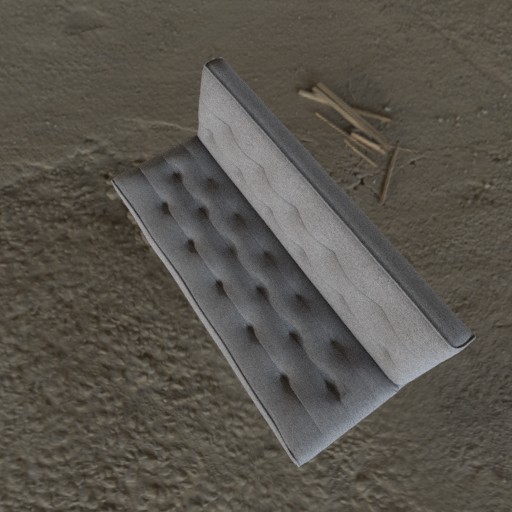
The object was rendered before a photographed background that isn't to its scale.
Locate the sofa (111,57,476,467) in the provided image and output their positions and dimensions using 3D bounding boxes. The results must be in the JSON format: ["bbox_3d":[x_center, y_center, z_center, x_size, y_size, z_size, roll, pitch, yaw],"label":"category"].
[{"bbox_3d":[0.000,0.000,2.249,0.810,0.830,1.820,-31,68,-14],"label":"sofa"}]
